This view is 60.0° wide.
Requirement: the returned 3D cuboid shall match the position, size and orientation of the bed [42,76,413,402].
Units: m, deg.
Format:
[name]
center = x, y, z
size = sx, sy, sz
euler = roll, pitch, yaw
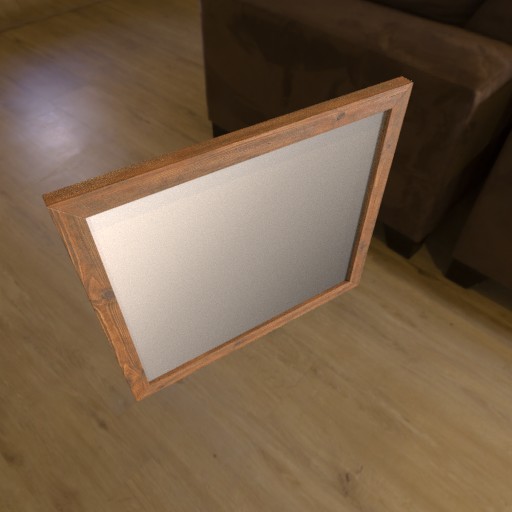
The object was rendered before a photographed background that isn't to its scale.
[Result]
[bed]
center = 0.000, 0.000, 1.465
size = 1.046, 0.942, 0.046
euler = -24, 52, -21
